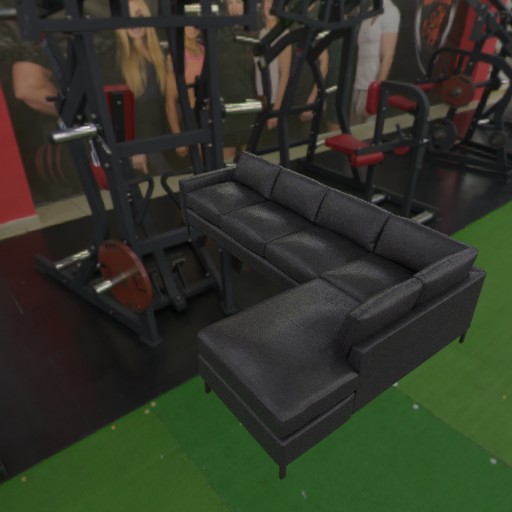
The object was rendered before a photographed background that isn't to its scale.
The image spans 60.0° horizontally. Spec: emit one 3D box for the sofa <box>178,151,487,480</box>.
[{"bbox_3d":[0.000,0.000,3.746,1.938,0.877,2.984,-21,37,-31],"label":"sofa"}]
